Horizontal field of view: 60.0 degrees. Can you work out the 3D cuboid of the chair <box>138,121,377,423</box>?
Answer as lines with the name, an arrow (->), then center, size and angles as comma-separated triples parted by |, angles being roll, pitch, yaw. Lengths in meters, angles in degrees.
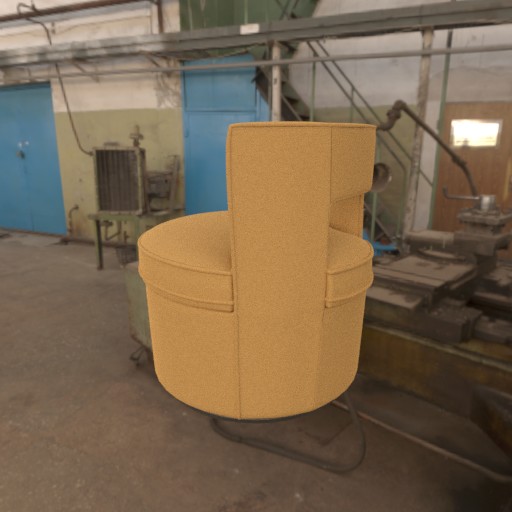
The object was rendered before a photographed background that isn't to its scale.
chair -> 0.000, 0.000, 1.278 | 0.665, 0.723, 0.650 | 7, 16, 26
